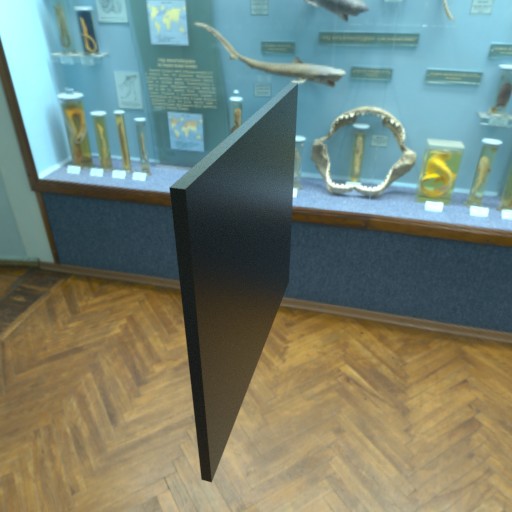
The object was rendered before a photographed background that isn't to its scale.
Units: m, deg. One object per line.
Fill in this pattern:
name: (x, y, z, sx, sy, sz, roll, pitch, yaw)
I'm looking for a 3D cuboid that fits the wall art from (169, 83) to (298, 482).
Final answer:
wall art: (0.000, 0.000, 0.538, 0.012, 0.332, 0.383, 8, 32, 13)
